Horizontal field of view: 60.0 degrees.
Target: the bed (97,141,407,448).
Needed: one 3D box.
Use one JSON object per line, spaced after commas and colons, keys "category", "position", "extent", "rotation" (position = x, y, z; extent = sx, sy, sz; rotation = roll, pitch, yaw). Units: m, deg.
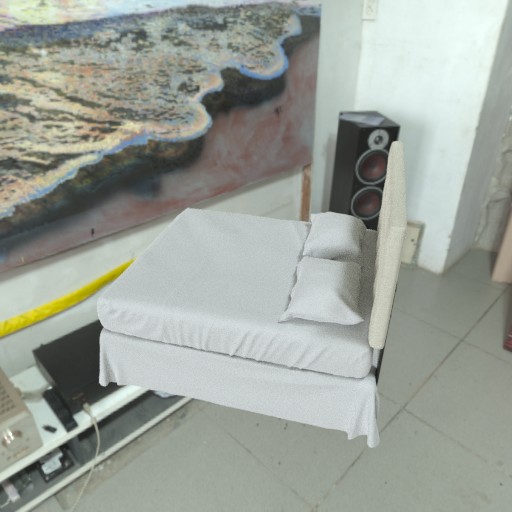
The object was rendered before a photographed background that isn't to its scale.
{"category": "bed", "position": [0.000, 0.000, 3.574], "extent": [2.222, 1.577, 1.936], "rotation": [8, 32, 13]}
